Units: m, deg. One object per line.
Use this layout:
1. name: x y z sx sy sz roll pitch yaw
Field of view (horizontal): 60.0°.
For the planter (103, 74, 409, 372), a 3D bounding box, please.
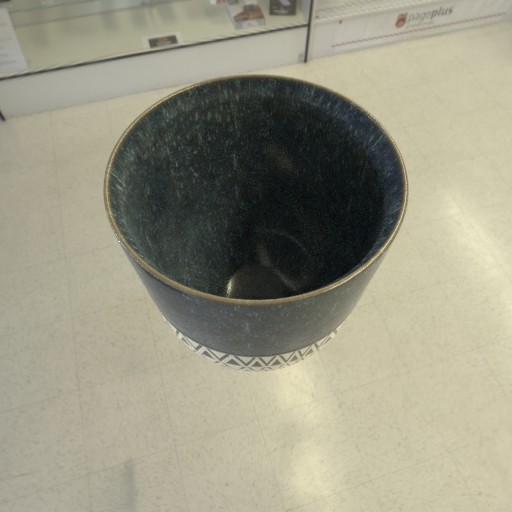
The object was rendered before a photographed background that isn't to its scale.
1. planter: 0.000 0.000 0.377 0.195 0.214 0.195 0 58 0
